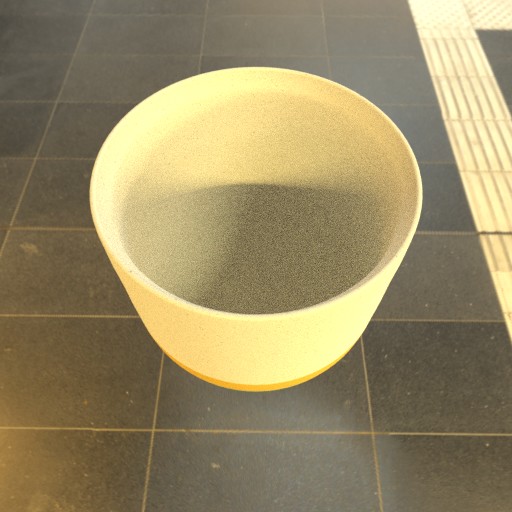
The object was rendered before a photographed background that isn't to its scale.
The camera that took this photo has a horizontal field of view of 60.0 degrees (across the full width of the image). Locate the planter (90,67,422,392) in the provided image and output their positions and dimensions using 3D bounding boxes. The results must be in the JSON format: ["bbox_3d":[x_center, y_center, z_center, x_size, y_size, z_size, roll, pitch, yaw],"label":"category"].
[{"bbox_3d":[0.000,0.000,0.474,0.268,0.270,0.268,0,58,0],"label":"planter"}]
